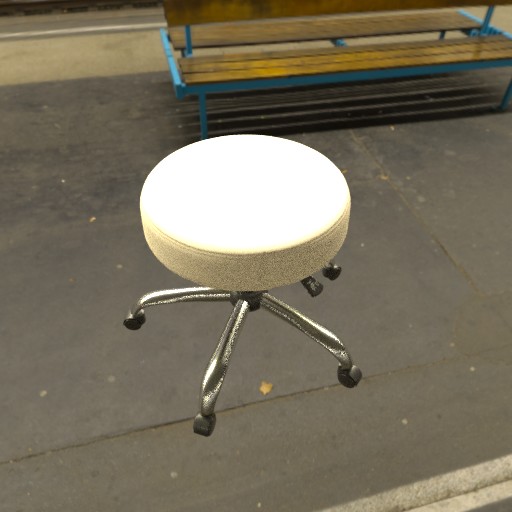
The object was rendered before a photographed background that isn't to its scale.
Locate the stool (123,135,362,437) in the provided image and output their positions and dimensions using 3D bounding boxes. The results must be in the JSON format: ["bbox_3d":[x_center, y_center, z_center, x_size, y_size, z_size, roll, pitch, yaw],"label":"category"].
[{"bbox_3d":[0.000,0.000,1.061,0.614,0.482,0.634,-27,49,-25],"label":"stool"}]
